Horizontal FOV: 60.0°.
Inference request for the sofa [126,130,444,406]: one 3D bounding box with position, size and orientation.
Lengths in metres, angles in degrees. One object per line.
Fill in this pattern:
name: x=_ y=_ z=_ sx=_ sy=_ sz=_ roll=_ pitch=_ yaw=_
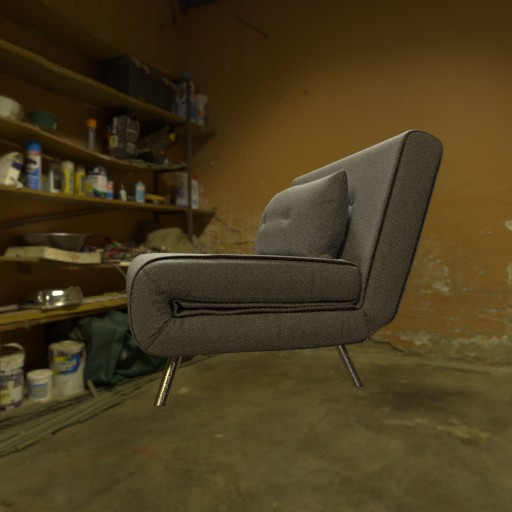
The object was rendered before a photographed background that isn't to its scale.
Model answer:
sofa: x=0.000 y=0.000 z=1.785 sx=1.000 sy=0.825 sz=1.020 roll=0 pitch=1 yaw=-17
